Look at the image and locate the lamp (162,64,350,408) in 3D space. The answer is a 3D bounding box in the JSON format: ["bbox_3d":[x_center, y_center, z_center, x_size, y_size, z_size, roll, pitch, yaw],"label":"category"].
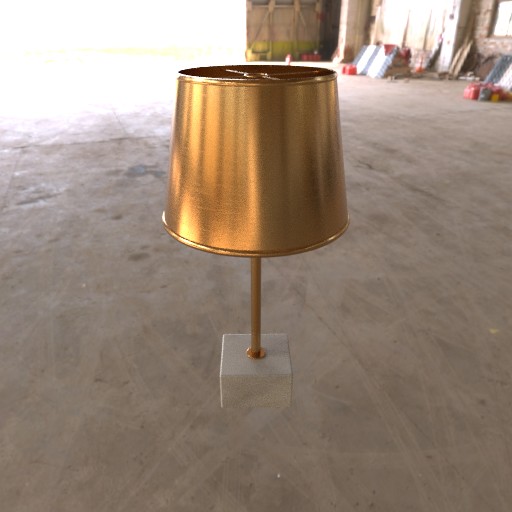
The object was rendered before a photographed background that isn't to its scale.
[{"bbox_3d":[0.000,0.000,0.525,0.208,0.406,0.208,0,28,0],"label":"lamp"}]
